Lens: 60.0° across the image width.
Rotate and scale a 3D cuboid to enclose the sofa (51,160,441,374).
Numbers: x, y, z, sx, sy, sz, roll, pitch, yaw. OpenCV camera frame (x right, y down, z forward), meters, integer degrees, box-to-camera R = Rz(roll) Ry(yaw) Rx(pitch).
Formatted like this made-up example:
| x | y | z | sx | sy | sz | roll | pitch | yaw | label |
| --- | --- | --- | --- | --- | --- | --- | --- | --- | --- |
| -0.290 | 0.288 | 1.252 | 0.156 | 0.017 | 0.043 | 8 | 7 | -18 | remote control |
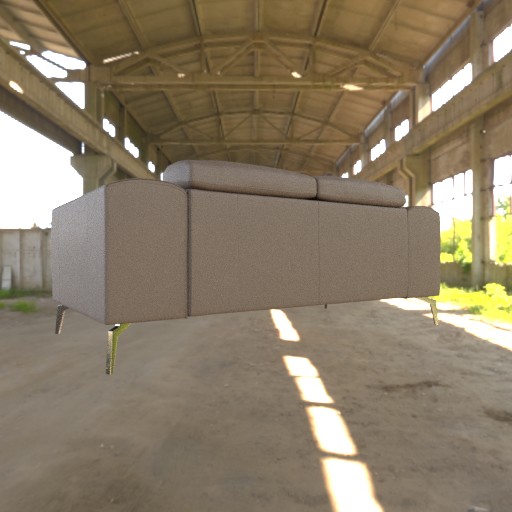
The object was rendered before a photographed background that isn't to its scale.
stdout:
| x | y | z | sx | sy | sz | roll | pitch | yaw | label |
| --- | --- | --- | --- | --- | --- | --- | --- | --- | --- |
| 0.000 | 0.000 | 2.381 | 1.895 | 0.779 | 1.003 | 0 | 0 | -34 | sofa |
